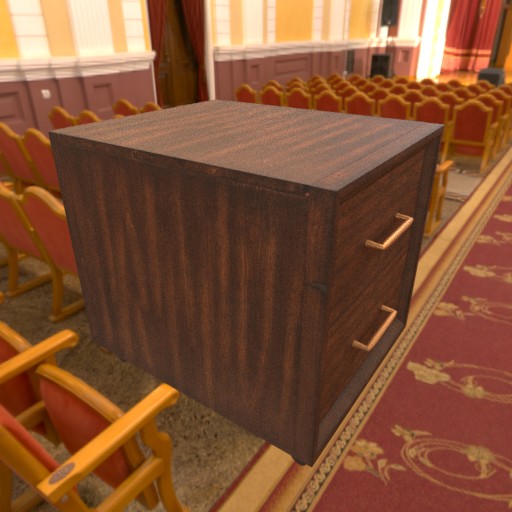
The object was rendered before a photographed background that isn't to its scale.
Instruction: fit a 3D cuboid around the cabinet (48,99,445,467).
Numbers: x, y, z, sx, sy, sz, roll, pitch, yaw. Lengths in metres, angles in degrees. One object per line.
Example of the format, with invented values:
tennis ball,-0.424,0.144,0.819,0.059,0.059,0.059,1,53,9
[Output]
cabinet,0.000,0.000,0.804,0.500,0.455,0.402,18,32,31
